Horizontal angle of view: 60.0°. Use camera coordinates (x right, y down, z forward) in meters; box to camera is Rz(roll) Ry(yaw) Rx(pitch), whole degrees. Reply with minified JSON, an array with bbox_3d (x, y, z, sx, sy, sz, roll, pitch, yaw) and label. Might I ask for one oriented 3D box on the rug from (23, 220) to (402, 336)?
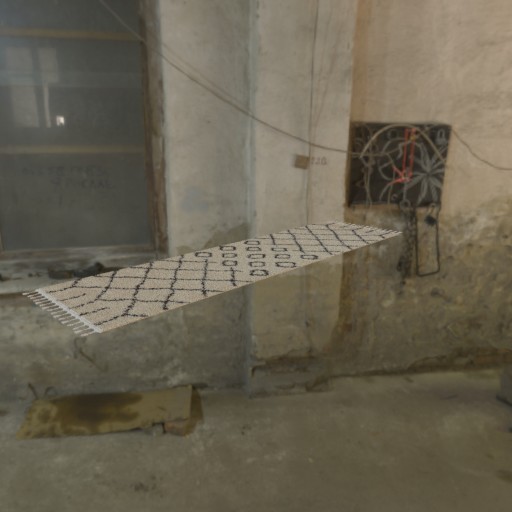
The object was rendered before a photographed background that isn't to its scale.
[{"bbox_3d":[0.000,0.000,2.700,2.464,0.005,0.660,-15,22,-43],"label":"rug"}]
